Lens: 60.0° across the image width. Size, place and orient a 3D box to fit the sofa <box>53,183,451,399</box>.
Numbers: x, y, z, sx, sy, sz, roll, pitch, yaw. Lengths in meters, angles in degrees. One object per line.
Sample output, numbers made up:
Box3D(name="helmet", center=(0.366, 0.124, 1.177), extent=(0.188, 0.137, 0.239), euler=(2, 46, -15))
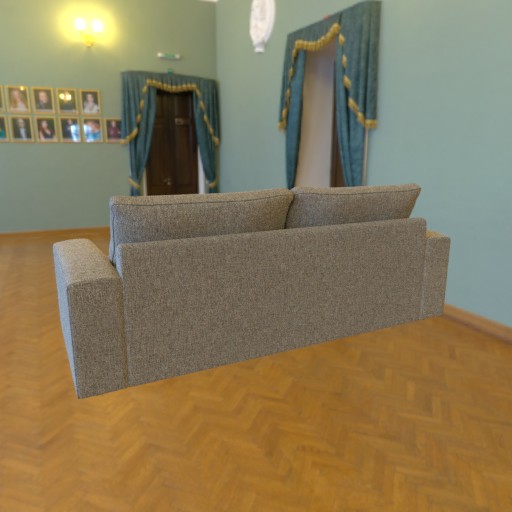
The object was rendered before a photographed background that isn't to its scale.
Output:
Box3D(name="sofa", center=(0.000, 0.000, 2.815), extent=(2.299, 0.922, 1.040), euler=(-7, 15, -26))
